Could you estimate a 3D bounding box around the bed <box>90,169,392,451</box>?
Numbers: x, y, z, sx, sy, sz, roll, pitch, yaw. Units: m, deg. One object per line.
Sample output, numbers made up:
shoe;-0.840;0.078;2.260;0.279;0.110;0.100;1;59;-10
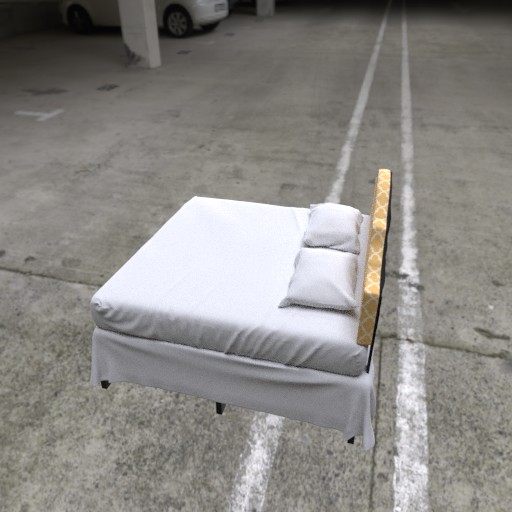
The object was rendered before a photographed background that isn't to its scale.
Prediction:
bed;0.000;0.000;3.737;2.222;1.601;2.314;8;31;13
